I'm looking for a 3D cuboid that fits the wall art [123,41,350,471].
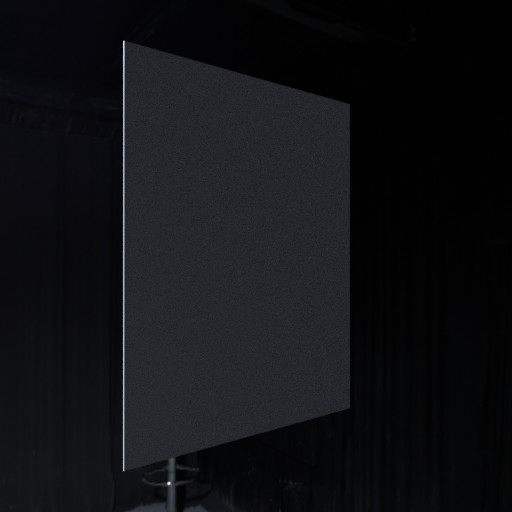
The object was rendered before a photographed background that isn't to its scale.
[{"bbox_3d":[0.000,0.000,0.759,0.457,0.609,0.003,0,0,-35],"label":"wall art"}]
